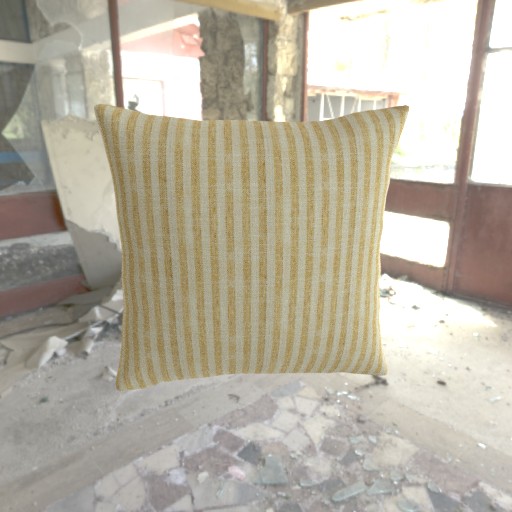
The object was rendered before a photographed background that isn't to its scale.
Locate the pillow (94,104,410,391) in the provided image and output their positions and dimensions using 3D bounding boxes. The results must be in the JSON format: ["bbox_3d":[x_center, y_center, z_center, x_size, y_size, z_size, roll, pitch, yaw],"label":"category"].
[{"bbox_3d":[0.000,0.000,0.628,0.419,0.407,0.173,-2,17,-6],"label":"pillow"}]
